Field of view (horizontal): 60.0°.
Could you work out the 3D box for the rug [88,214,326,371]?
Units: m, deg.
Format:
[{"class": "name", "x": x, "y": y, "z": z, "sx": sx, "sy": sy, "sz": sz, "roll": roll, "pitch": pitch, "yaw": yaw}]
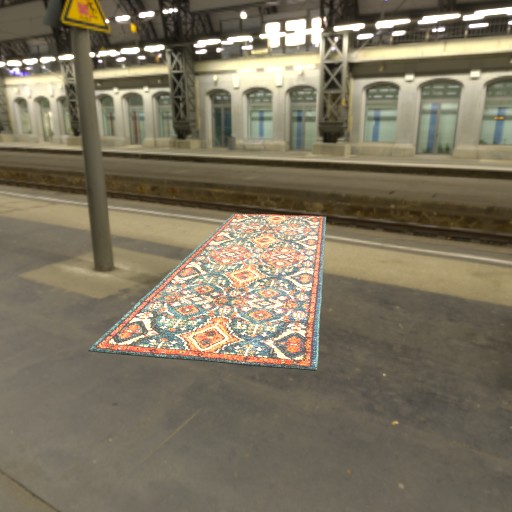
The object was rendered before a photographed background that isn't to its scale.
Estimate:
[{"class": "rug", "x": 0.000, "y": 0.000, "z": 2.646, "sx": 0.801, "sy": 0.010, "sz": 2.459, "roll": 3, "pitch": 17, "yaw": 9}]
